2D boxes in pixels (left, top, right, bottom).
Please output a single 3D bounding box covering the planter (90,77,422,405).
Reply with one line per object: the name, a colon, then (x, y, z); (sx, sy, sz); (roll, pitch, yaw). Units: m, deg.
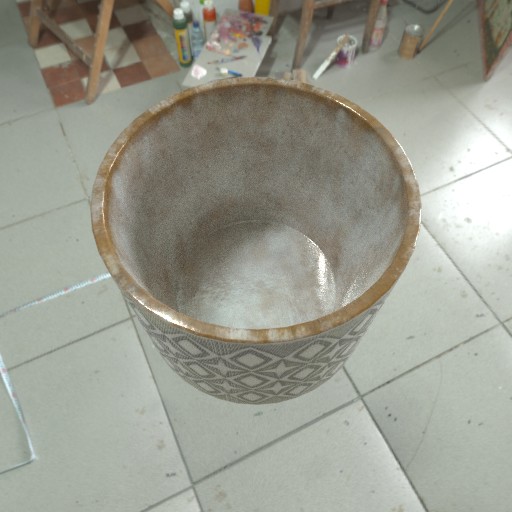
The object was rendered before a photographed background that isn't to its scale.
planter: (0.000, 0.000, 0.441); (0.255, 0.223, 0.255); (0, 60, 0)
